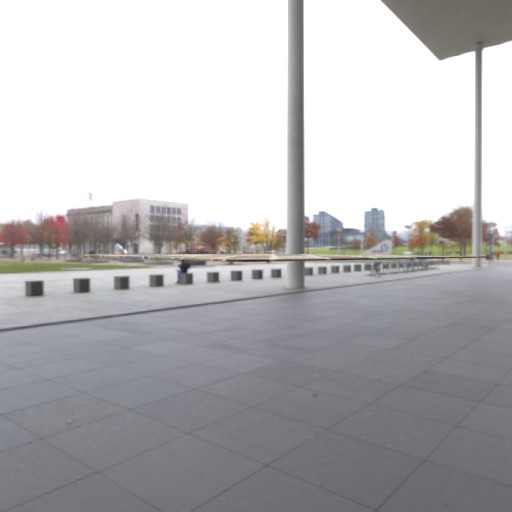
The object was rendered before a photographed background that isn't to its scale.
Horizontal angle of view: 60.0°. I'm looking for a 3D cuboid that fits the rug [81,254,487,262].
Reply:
[{"bbox_3d":[0.000,0.000,4.254,2.439,0.013,3.200,-1,1,-35],"label":"rug"}]
